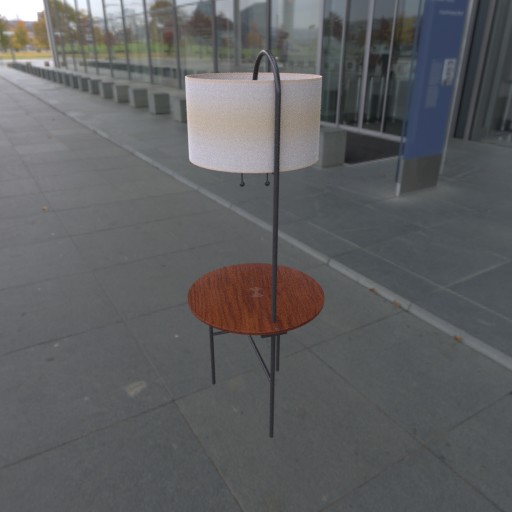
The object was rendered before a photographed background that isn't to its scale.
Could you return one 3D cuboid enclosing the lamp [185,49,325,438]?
[{"bbox_3d":[0.000,0.000,1.794,0.573,1.517,0.573,0,25,0],"label":"lamp"}]
